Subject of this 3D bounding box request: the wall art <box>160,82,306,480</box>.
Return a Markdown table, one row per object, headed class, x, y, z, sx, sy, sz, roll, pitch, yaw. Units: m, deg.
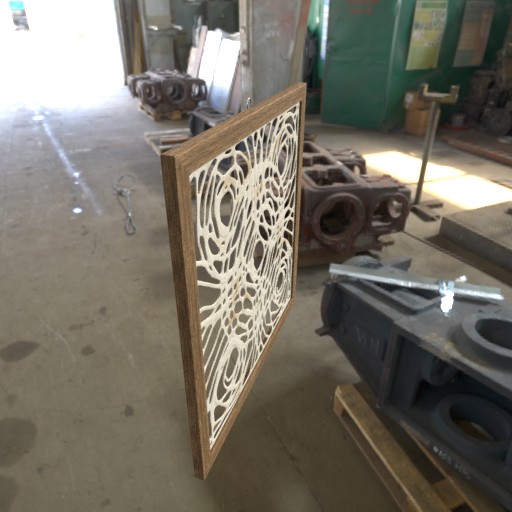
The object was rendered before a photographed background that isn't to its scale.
| class | x | y | z | sx | sy | sz | roll | pitch | yaw |
| --- | --- | --- | --- | --- | --- | --- | --- | --- | --- |
| wall art | 0.000 | 0.000 | 0.842 | 0.021 | 0.576 | 0.561 | 10 | 31 | 18 |
